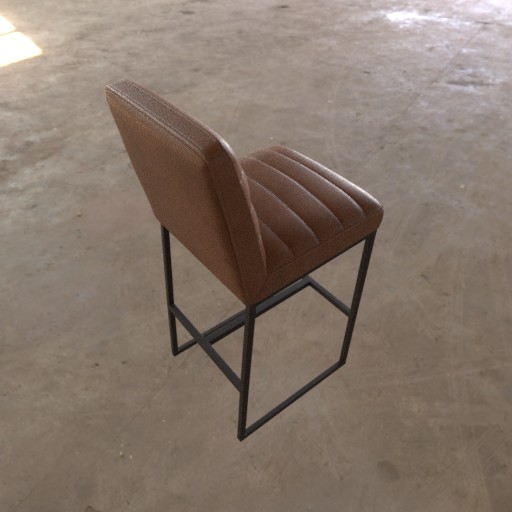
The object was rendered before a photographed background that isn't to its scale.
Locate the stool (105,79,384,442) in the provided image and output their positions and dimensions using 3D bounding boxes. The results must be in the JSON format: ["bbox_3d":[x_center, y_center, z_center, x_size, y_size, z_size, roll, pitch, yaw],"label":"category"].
[{"bbox_3d":[0.000,0.000,1.321,0.556,1.040,0.458,-27,48,-28],"label":"stool"}]
